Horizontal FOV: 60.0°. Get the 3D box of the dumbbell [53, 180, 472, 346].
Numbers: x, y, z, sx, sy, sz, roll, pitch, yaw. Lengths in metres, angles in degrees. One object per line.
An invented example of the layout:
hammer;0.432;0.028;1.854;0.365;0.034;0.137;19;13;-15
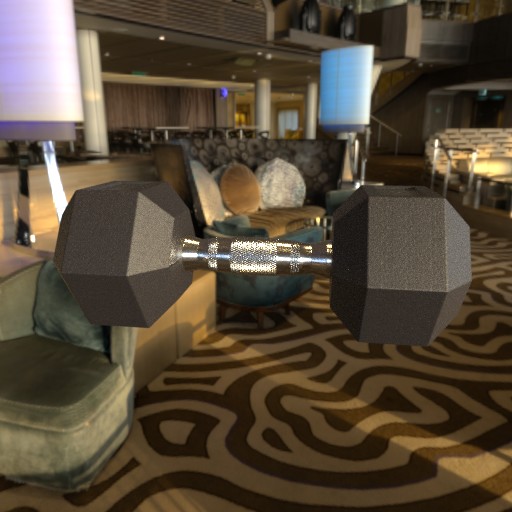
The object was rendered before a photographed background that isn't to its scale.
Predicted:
dumbbell;0.000;0.000;0.367;0.315;0.113;0.129;2;16;8
